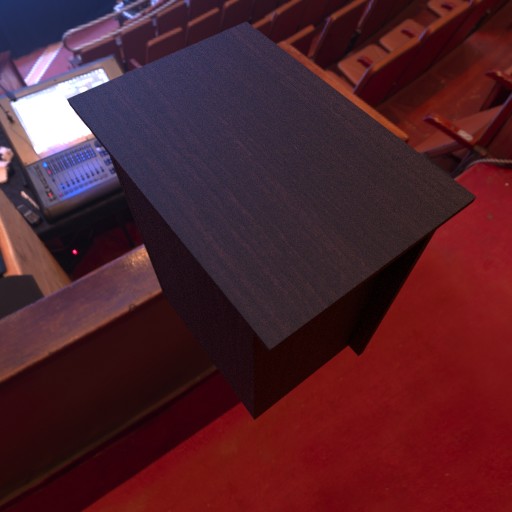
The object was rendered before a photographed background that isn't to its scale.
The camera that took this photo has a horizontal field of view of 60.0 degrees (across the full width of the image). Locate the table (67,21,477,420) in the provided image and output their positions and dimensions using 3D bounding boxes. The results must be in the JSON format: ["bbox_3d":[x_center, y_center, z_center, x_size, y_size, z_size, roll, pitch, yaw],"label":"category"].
[{"bbox_3d":[0.000,0.000,1.040,0.406,0.711,0.591,-33,64,-19],"label":"table"}]
